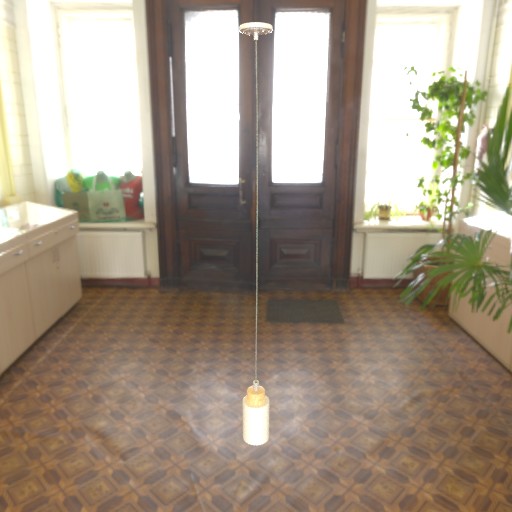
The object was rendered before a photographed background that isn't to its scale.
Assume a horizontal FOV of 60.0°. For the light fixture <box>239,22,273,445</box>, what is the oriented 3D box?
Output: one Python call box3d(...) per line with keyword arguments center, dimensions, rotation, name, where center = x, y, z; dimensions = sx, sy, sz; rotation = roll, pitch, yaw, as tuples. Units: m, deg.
box3d(center=(0.000, 0.000, 1.907), dimensions=(0.125, 1.798, 0.125), rotation=(14, 20, 42), name="light fixture")
